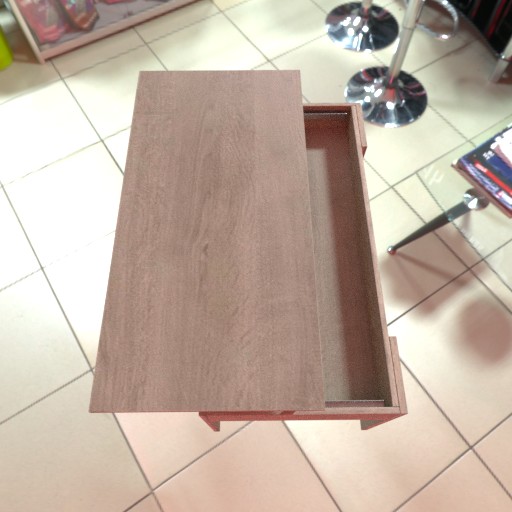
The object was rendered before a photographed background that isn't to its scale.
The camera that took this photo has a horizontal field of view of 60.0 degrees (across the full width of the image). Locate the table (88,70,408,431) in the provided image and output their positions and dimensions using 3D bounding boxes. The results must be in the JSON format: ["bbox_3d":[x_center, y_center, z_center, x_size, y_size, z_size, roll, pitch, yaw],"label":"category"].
[{"bbox_3d":[0.000,0.000,1.403,0.711,0.570,1.000,0,64,0],"label":"table"}]
